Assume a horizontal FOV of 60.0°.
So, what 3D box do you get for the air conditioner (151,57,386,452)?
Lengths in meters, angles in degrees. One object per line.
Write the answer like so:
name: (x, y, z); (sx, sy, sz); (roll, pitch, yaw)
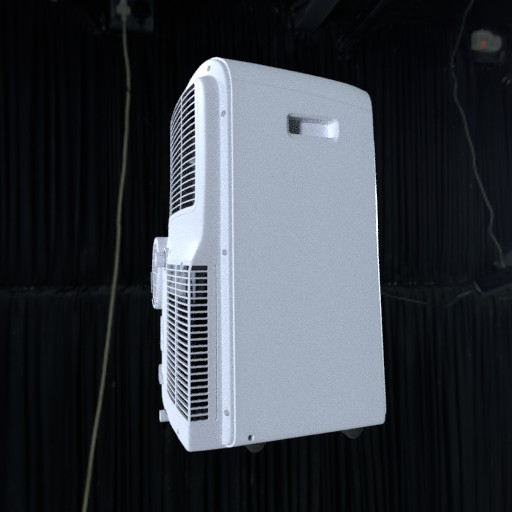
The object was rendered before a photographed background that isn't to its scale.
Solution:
air conditioner: (0.000, 0.000, 1.059); (0.467, 0.765, 0.478); (0, 0, -18)
